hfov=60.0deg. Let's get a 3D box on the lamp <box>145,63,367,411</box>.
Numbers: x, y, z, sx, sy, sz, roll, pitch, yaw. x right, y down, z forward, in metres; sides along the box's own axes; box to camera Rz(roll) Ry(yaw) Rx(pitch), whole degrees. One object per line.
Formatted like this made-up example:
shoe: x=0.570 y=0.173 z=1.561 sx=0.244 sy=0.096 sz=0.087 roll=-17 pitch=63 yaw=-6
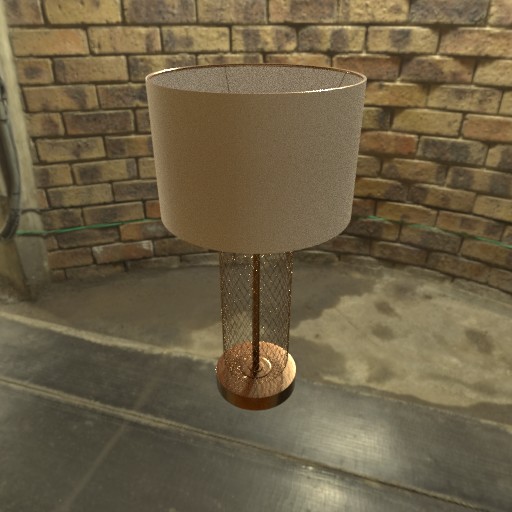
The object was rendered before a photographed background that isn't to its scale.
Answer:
lamp: x=0.000 y=0.000 z=0.634 sx=0.252 sy=0.483 sz=0.252 roll=-11 pitch=31 yaw=-18
